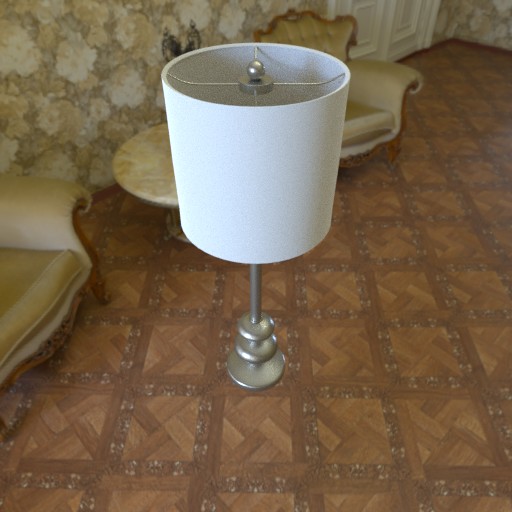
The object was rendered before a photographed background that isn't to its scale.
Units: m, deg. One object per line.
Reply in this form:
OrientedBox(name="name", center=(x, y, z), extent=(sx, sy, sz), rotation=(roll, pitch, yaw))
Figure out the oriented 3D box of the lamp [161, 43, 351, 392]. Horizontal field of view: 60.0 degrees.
OrientedBox(name="lamp", center=(0.000, 0.000, 0.817), extent=(0.254, 0.690, 0.254), rotation=(0, 41, 0))
